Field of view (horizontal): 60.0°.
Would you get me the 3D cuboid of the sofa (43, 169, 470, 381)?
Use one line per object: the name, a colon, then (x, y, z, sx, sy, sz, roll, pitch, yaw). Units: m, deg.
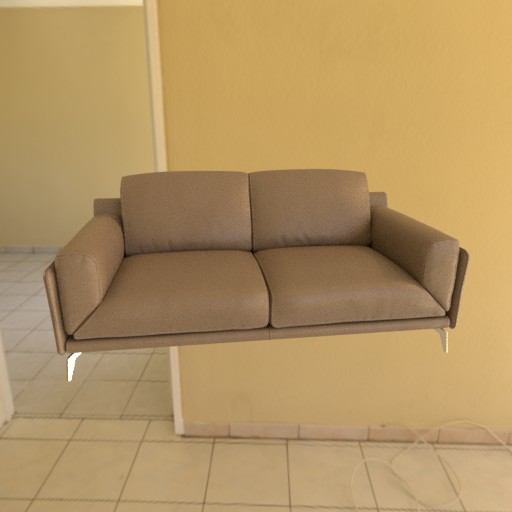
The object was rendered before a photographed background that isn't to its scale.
sofa: (0.000, 0.000, 2.647, 2.101, 0.930, 1.049, -2, 17, -8)
